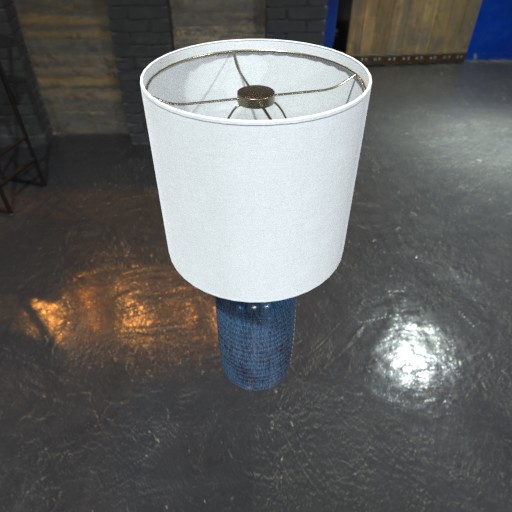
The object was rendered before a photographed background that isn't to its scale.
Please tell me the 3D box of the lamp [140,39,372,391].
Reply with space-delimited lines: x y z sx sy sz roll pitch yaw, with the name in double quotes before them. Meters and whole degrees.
"lamp" 0.000 0.000 0.586 0.220 0.475 0.220 0 41 0
